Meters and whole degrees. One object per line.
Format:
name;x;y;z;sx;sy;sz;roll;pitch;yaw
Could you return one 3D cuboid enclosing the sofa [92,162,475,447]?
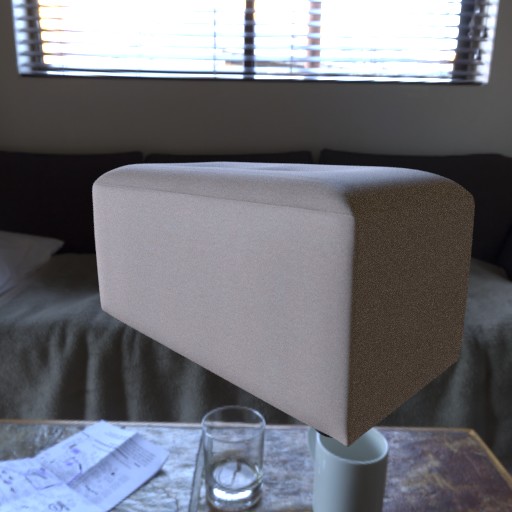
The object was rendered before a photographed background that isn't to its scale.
sofa;0.000;0.000;1.171;0.480;0.470;0.930;-13;19;-43
